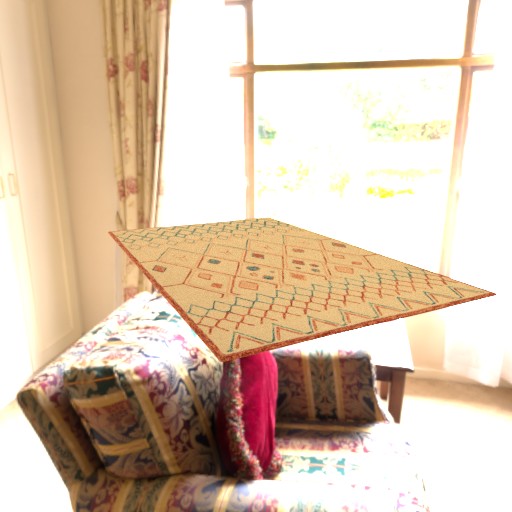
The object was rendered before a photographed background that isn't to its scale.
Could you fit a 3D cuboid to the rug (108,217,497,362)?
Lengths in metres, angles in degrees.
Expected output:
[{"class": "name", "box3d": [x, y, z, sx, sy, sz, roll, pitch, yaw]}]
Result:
[{"class": "rug", "box3d": [0.000, 0.000, 2.972, 1.524, 0.015, 2.438, -8, 17, -26]}]
